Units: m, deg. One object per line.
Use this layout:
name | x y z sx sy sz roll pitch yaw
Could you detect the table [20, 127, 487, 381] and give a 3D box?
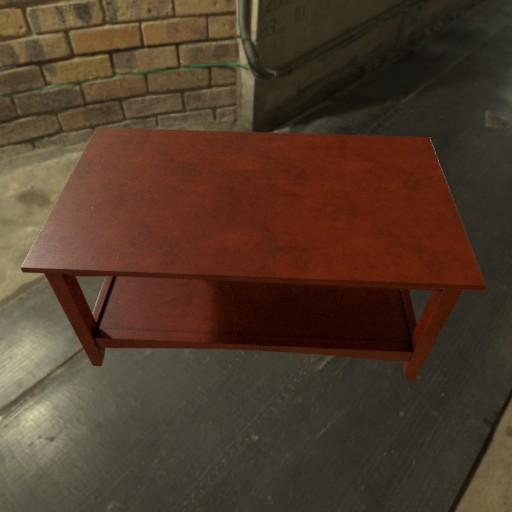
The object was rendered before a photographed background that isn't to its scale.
table | 0.000 0.000 1.238 0.943 0.456 0.533 2 48 2
